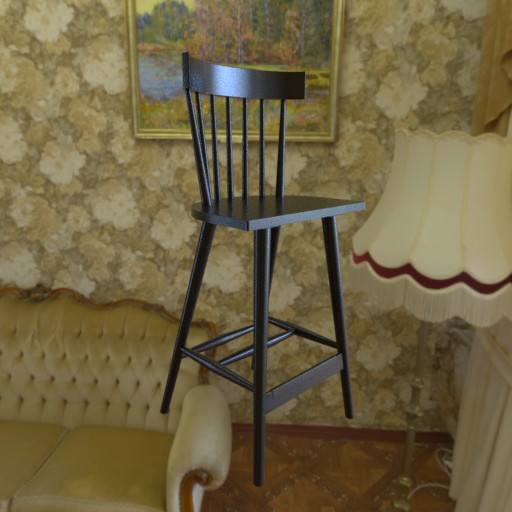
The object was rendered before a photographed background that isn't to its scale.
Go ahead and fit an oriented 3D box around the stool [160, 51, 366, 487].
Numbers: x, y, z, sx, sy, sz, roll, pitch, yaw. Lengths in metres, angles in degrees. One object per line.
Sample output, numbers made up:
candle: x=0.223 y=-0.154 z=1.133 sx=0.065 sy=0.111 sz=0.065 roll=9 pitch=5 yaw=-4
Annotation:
stool: x=0.000 y=0.000 z=1.346 sx=0.482 sy=1.092 sz=0.483 roll=-14 pitch=20 yaw=-43
